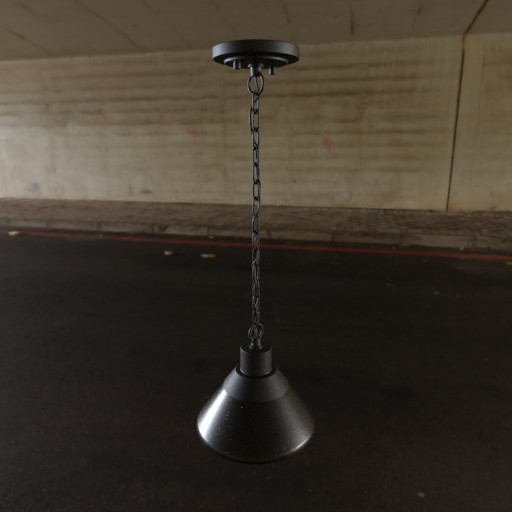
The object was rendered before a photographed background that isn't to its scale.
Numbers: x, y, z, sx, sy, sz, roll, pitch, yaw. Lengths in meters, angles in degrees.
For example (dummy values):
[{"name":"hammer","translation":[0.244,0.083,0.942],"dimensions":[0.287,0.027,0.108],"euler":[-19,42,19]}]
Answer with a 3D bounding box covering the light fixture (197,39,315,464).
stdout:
[{"name":"light fixture","translation":[0.000,0.000,0.683],"dimensions":[0.201,0.588,0.201],"euler":[14,20,43]}]
